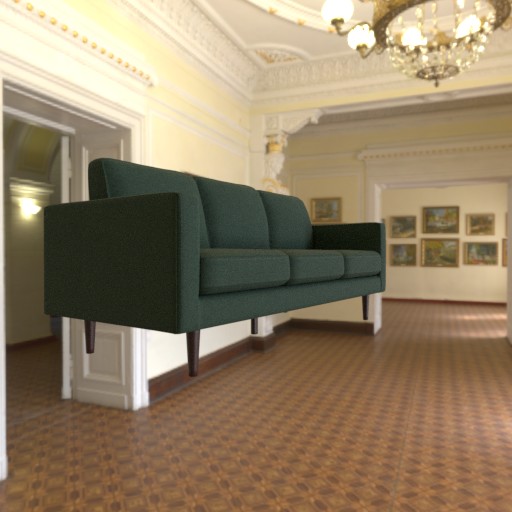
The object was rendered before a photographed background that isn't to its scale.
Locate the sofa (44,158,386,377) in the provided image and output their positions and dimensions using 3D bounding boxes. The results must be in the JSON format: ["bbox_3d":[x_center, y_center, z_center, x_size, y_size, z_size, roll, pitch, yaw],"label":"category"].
[{"bbox_3d":[0.000,0.000,2.541,0.879,0.899,2.029,0,1,36],"label":"sofa"}]
